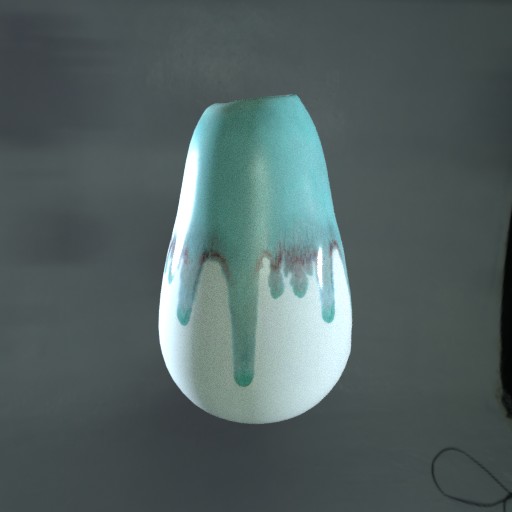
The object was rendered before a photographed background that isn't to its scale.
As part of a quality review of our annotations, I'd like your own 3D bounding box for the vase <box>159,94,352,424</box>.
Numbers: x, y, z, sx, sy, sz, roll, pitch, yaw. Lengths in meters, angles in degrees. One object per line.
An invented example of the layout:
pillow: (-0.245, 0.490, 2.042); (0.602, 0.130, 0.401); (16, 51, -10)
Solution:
vase: (0.000, 0.000, 0.259); (0.116, 0.179, 0.116); (0, 16, 0)
